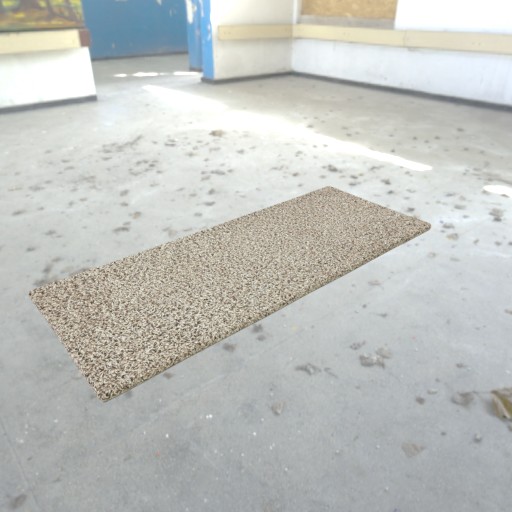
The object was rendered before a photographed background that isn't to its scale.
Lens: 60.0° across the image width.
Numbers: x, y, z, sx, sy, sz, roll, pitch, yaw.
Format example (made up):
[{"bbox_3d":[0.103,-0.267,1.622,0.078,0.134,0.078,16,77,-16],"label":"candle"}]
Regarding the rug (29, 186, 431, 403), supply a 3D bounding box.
[{"bbox_3d":[0.000,0.000,1.734,1.524,0.030,0.609,-23,37,-34],"label":"rug"}]
